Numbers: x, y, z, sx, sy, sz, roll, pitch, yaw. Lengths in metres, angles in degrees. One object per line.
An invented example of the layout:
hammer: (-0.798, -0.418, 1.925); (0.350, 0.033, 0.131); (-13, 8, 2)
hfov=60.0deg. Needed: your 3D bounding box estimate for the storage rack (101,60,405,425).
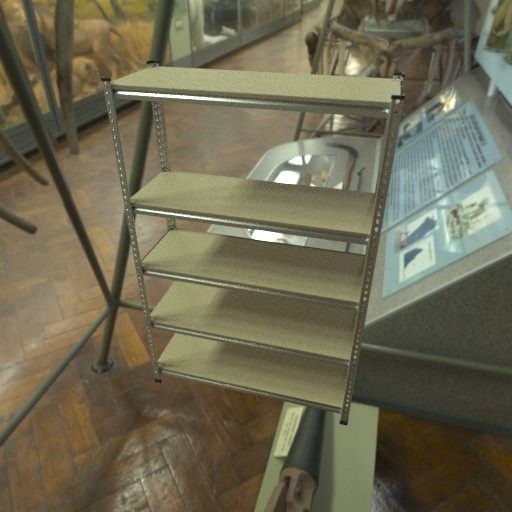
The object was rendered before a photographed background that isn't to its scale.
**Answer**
storage rack: (0.000, 0.000, 2.377); (1.219, 1.829, 0.457); (9, 34, 13)
